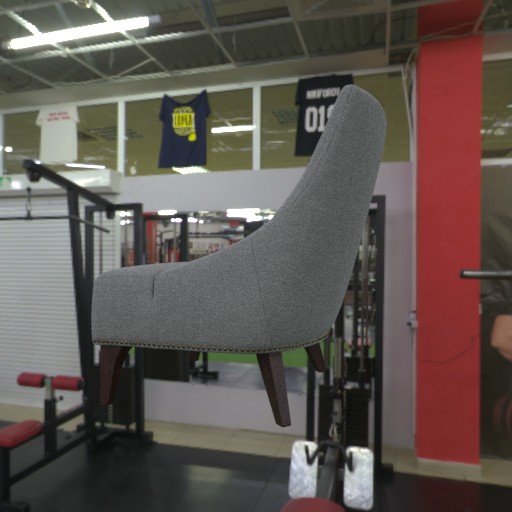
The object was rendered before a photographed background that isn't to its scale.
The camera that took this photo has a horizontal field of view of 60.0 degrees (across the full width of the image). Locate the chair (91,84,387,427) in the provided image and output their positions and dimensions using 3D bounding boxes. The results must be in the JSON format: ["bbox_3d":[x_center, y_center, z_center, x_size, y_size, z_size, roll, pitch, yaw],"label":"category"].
[{"bbox_3d":[0.000,0.000,1.524,0.861,0.909,0.701,0,0,18],"label":"chair"}]
